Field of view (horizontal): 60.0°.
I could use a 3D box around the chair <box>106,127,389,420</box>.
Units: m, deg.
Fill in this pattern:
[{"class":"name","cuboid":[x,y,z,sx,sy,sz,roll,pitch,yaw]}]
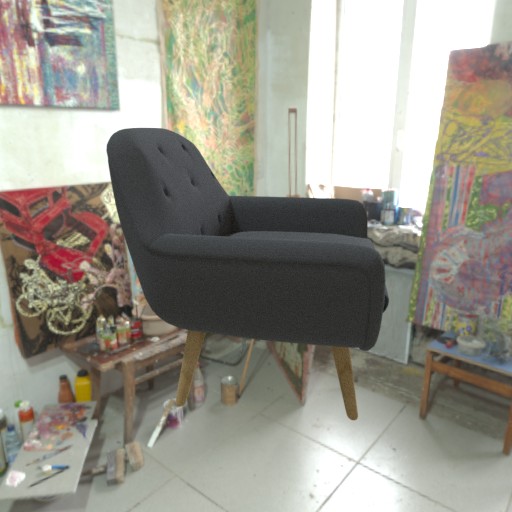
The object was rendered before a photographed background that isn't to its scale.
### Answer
[{"class":"chair","cuboid":[0.000,0.000,1.437,0.779,0.800,0.770,3,16,10]}]
